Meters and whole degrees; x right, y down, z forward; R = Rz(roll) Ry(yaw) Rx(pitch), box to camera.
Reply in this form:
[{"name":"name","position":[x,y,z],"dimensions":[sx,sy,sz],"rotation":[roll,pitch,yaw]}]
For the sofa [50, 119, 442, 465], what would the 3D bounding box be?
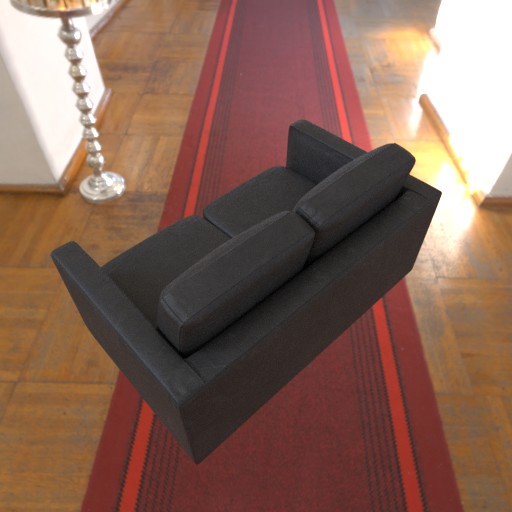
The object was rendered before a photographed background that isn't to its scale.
[{"name":"sofa","position":[0.000,0.000,1.998],"dimensions":[1.430,0.899,0.879],"rotation":[-35,56,-27]}]
